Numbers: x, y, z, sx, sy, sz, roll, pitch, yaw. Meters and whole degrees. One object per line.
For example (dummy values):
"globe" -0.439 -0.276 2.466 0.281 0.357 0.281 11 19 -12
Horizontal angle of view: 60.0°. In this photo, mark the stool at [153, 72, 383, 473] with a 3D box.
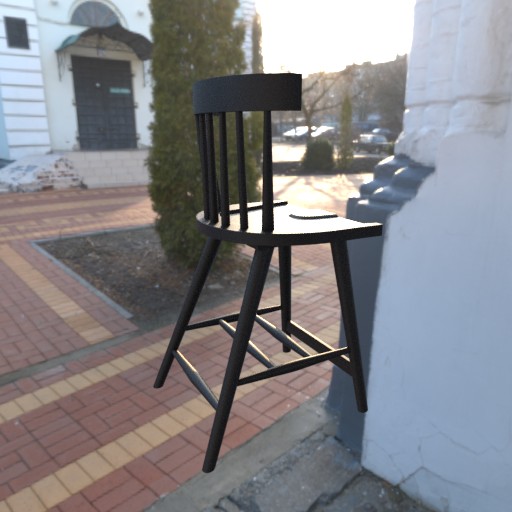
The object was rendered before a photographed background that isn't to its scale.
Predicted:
"stool" 0.000 0.000 1.304 0.549 0.953 0.494 -9 18 -28
